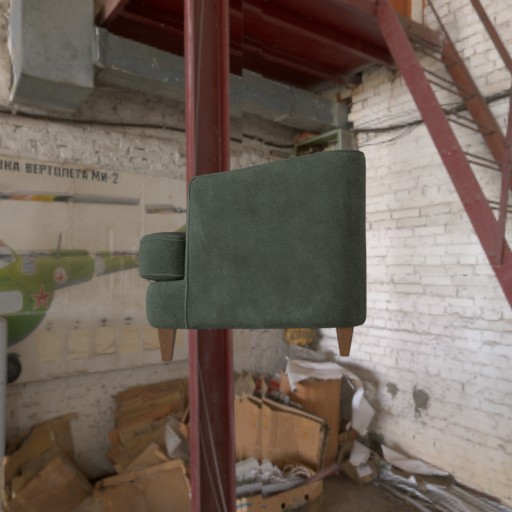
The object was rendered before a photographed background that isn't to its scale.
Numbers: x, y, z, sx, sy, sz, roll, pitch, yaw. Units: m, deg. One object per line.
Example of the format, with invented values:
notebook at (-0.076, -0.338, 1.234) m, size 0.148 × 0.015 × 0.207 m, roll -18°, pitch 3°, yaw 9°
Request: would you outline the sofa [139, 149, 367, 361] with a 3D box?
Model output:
sofa at (0.000, 0.000, 2.782) m, size 0.941 × 0.855 × 2.278 m, roll 0°, pitch -1°, yaw 0°
